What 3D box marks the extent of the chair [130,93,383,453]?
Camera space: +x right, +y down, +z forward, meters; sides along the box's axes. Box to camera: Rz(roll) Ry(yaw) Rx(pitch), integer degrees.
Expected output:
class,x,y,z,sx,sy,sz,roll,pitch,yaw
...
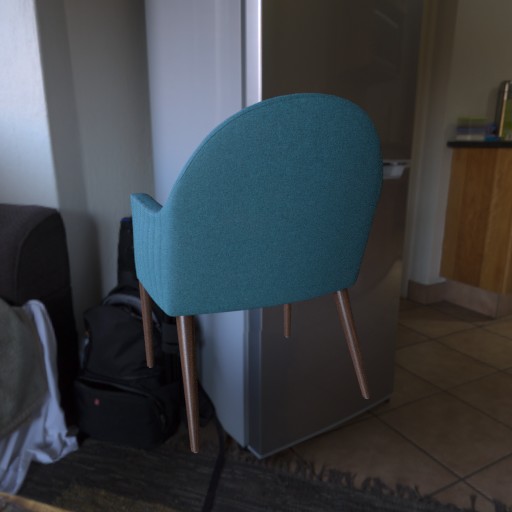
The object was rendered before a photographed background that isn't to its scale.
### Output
class,x,y,z,sx,sy,sz,roll,pitch,yaw
chair,0.000,0.000,1.388,0.656,0.907,0.652,-7,16,-25
